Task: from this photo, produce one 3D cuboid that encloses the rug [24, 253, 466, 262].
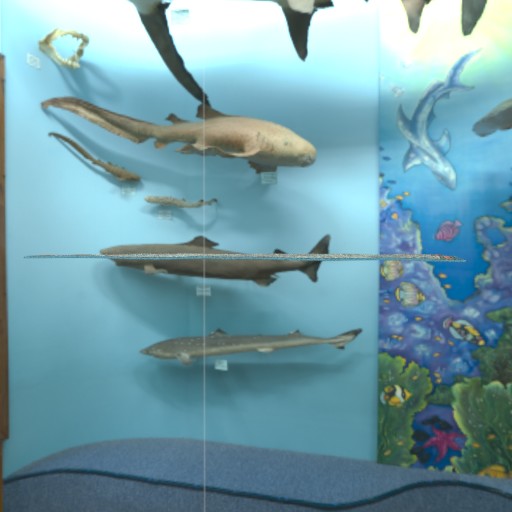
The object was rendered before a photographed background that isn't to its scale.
[{"bbox_3d":[0.000,0.000,2.286,1.847,0.014,1.195,0,1,18],"label":"rug"}]
